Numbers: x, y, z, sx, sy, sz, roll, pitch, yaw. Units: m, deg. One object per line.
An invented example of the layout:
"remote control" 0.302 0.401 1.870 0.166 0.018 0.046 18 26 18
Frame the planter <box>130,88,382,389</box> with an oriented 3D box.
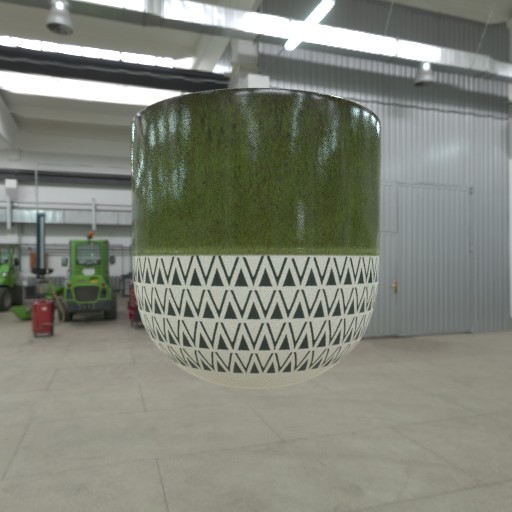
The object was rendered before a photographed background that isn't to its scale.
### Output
"planter" 0.000 0.000 0.488 0.266 0.270 0.266 0 0 0
